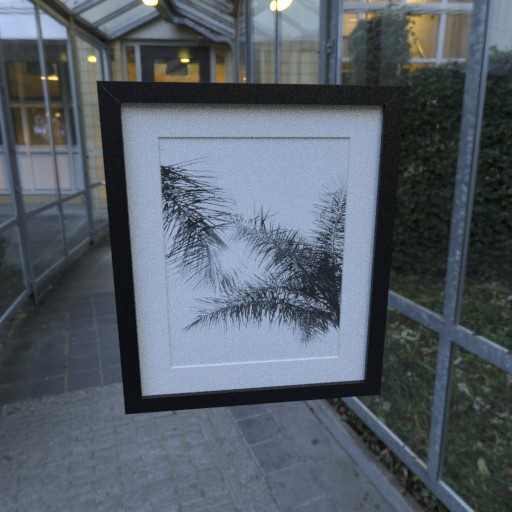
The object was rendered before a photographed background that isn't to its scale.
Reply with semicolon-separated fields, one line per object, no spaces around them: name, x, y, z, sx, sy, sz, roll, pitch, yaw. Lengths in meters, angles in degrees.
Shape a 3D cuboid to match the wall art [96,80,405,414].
wall art;0.000;0.000;0.525;0.325;0.380;0.028;-2;15;-7
